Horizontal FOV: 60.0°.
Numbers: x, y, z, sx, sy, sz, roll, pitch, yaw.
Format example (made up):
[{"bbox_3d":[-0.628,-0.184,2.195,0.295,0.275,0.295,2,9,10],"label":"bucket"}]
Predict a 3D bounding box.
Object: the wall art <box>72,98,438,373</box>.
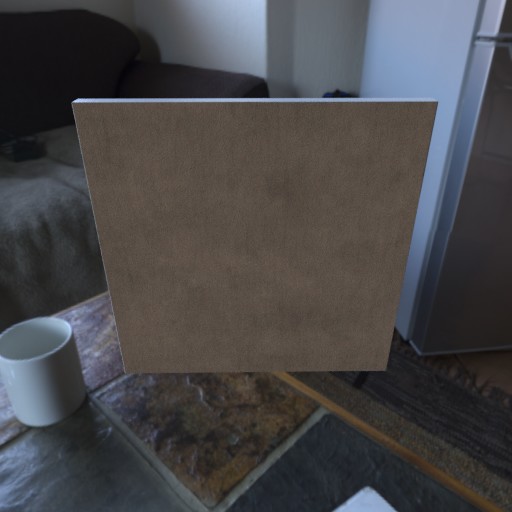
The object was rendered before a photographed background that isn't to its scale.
[{"bbox_3d":[0.000,0.000,0.672,0.455,0.453,0.023,0,30,-1],"label":"wall art"}]
